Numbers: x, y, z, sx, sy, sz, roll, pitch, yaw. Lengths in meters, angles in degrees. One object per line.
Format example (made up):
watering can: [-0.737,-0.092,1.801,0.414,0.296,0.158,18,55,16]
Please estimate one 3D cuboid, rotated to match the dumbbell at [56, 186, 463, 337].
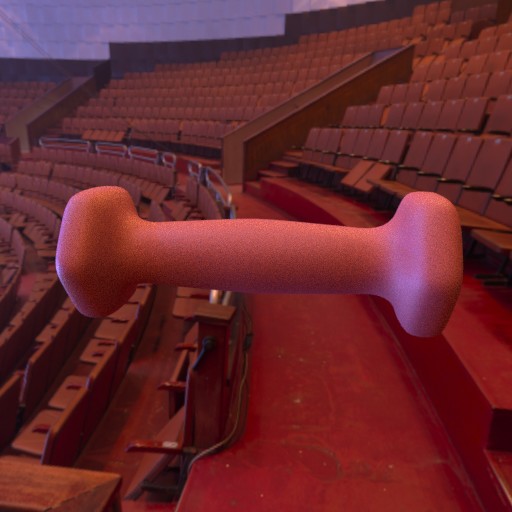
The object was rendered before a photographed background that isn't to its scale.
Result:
dumbbell: [0.000,0.000,0.147,0.123,0.043,0.047,2,16,8]
